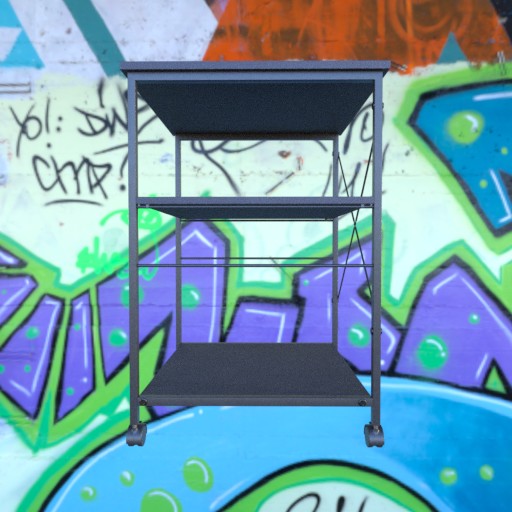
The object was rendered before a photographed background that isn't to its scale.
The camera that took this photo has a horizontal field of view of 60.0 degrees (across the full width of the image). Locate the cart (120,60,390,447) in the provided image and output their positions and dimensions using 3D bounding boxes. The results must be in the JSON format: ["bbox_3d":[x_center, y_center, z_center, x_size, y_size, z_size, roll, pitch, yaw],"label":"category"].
[{"bbox_3d":[0.000,0.000,1.120,0.520,0.762,0.521,0,1,1],"label":"cart"}]
